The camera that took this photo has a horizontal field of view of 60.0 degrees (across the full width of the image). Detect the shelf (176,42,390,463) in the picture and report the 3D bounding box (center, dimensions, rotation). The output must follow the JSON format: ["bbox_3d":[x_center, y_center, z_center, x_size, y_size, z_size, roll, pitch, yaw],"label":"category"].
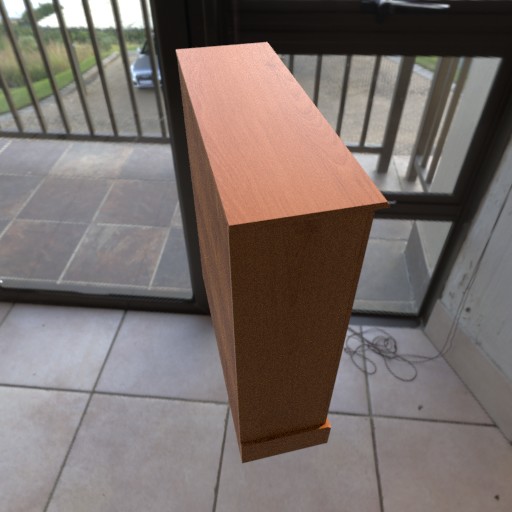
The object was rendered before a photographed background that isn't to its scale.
[{"bbox_3d":[0.000,0.000,1.384,0.291,0.980,0.840,-9,44,-10],"label":"shelf"}]
